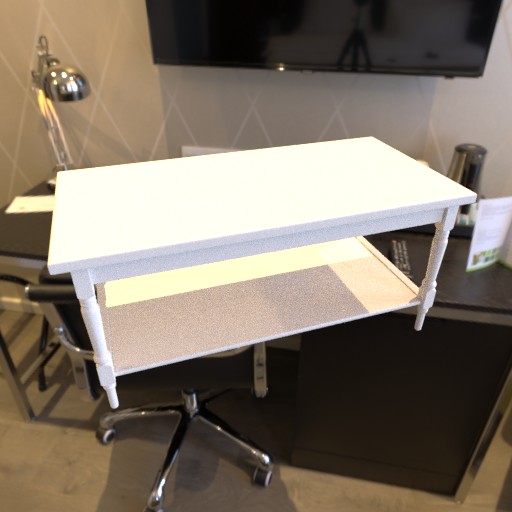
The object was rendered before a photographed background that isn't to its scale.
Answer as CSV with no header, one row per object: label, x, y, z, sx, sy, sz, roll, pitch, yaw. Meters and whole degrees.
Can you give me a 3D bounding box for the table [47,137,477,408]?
table,0.000,0.000,1.429,1.107,0.510,0.550,-10,34,-16
